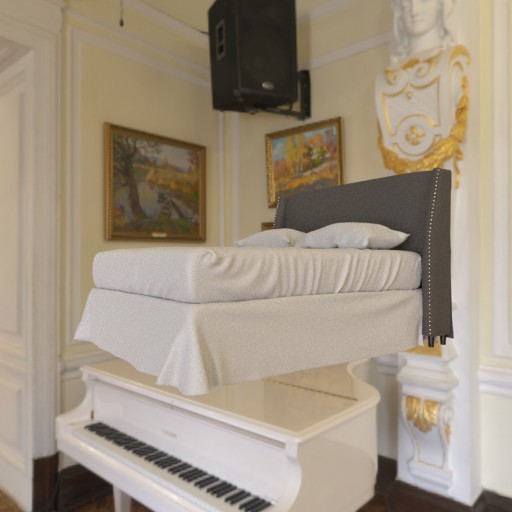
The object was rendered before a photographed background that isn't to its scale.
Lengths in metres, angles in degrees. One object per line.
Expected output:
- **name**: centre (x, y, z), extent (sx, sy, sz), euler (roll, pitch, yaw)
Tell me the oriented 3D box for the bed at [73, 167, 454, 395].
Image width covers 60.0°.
- **bed**: centre (0.000, 0.000, 3.412), extent (2.276, 1.332, 1.925), euler (0, 0, -36)
